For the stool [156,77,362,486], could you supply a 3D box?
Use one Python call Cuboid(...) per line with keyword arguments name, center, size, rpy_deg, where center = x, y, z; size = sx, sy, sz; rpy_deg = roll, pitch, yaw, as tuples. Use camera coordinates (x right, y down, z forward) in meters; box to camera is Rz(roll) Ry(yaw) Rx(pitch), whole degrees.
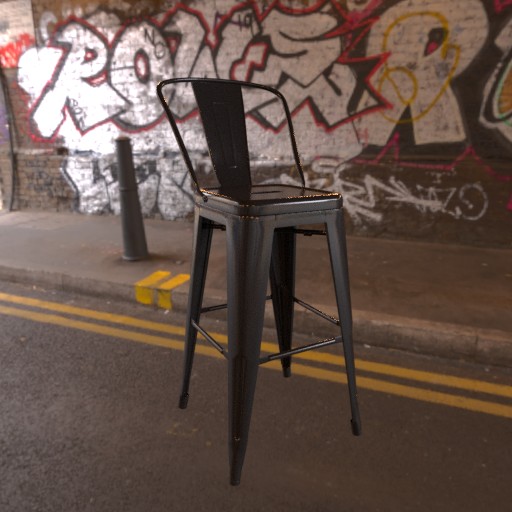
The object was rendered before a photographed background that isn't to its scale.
Cuboid(name="stool", center=(0.000, 0.000, 1.290), size=(0.432, 1.022, 0.528), rpy_deg=(-8, 17, -28))
